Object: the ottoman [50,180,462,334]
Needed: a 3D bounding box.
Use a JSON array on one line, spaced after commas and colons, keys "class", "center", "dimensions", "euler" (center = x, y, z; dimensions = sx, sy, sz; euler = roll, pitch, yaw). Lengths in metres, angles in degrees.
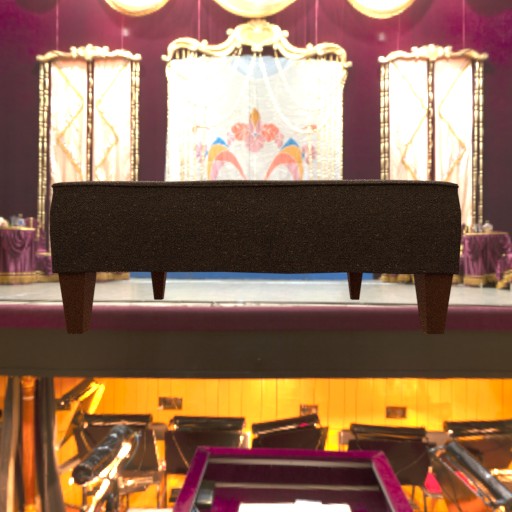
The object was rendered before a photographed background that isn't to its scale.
[{"class": "ottoman", "center": [0.000, 0.000, 1.528], "dimensions": [0.968, 0.382, 1.004], "euler": [0, 0, 0]}]
